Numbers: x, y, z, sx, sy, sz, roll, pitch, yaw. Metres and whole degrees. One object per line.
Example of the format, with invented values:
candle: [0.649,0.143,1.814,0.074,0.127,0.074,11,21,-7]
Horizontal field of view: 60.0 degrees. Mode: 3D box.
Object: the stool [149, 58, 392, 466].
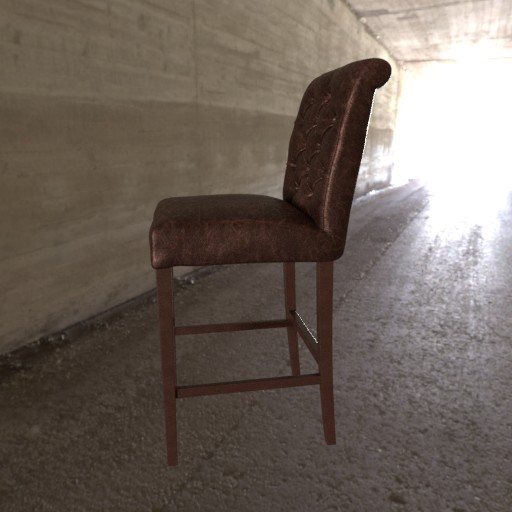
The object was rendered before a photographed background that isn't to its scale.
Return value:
stool: [0.000,0.000,1.461,0.659,1.168,0.483,-3,16,-10]
